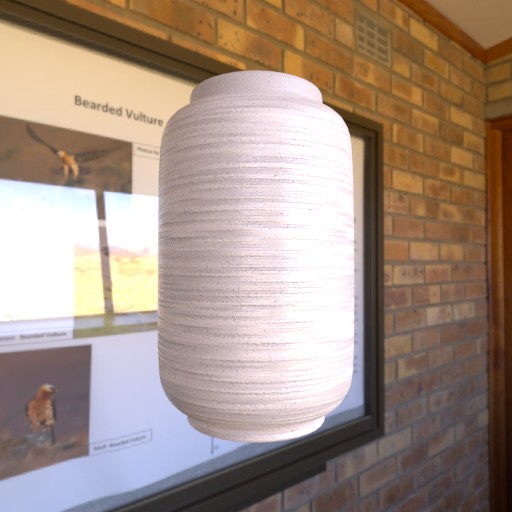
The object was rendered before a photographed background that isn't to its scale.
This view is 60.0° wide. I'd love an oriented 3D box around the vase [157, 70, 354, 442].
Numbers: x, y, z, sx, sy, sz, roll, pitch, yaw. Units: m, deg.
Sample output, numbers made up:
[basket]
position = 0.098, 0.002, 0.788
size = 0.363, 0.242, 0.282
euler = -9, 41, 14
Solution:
[vase]
position = 0.000, 0.000, 0.466
size = 0.202, 0.335, 0.202
euler = 0, -1, 0
